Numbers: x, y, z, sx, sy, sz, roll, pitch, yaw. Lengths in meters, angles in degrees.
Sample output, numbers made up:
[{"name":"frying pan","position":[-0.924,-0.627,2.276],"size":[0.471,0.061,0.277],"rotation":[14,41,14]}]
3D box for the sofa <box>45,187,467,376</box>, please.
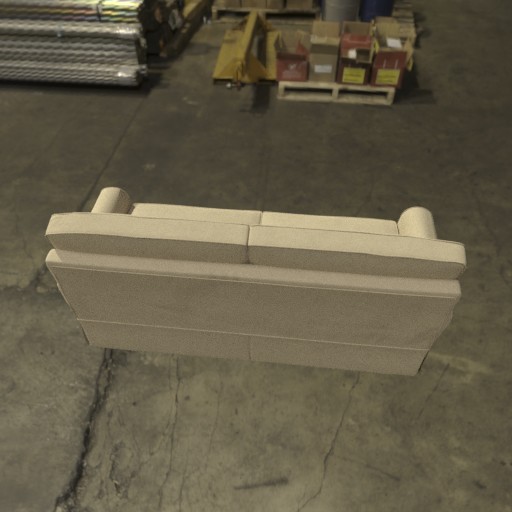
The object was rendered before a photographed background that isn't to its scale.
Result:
[{"name":"sofa","position":[0.000,0.000,2.738],"size":[2.246,1.014,0.900],"rotation":[4,47,4]}]
